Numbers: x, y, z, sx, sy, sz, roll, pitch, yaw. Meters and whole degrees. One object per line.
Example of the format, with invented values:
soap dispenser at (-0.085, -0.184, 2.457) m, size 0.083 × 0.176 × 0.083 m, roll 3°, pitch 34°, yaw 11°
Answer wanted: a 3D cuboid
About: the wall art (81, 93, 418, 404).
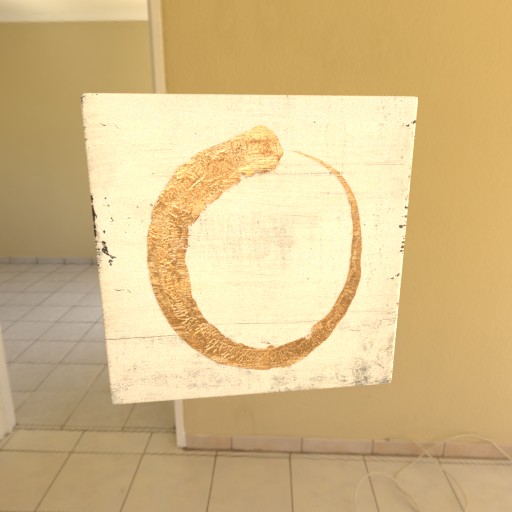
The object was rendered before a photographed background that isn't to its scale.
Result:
wall art at (0.000, 0.000, 0.895) m, size 0.610 × 0.611 × 0.040 m, roll -2°, pitch 16°, yaw -7°
